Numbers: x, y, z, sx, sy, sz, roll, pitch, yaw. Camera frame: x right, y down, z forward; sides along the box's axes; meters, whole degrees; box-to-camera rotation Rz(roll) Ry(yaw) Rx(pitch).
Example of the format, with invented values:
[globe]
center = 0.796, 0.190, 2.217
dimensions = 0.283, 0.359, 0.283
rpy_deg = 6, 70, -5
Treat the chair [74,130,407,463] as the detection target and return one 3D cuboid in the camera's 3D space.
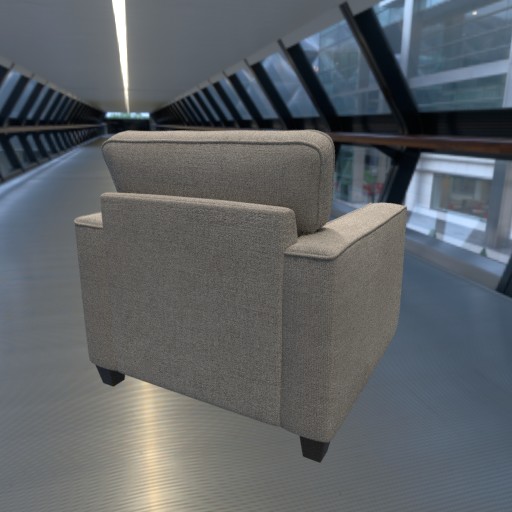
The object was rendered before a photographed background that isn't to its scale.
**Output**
[chair]
center = 0.000, 0.000, 1.776
dimensions = 1.015, 0.965, 0.939
rpy_deg = 8, 17, 28
